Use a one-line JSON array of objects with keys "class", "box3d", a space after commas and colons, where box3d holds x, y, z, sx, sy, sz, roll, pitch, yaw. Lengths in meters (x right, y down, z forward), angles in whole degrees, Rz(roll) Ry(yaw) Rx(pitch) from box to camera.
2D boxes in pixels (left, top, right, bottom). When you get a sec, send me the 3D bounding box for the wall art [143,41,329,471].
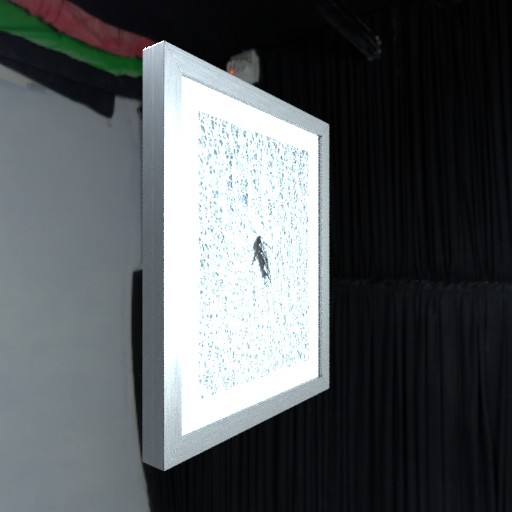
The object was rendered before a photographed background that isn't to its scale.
[{"class": "wall art", "box3d": [0.000, 0.000, 0.522, 0.030, 0.379, 0.308, 0, 0, 37]}]
